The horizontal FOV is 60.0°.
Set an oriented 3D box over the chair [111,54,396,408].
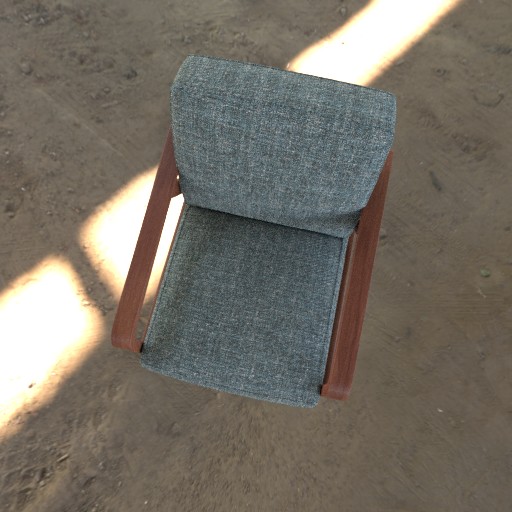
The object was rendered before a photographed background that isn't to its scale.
[{"bbox_3d":[0.000,0.000,1.467,0.719,0.864,0.889,12,75,3],"label":"chair"}]
